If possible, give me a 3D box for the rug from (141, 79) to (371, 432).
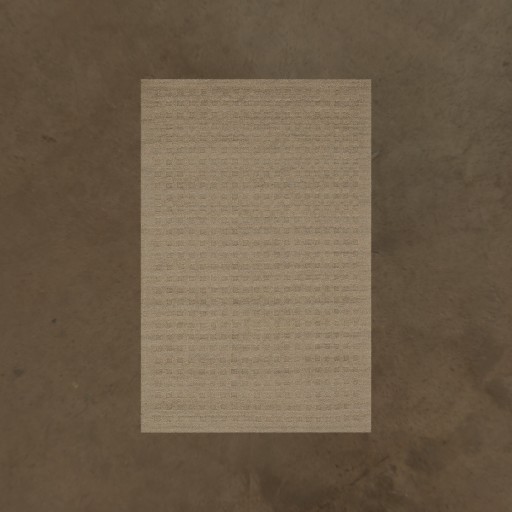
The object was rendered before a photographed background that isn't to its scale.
[{"bbox_3d":[0.000,0.000,2.202,1.142,0.006,1.752,0,90,0],"label":"rug"}]
